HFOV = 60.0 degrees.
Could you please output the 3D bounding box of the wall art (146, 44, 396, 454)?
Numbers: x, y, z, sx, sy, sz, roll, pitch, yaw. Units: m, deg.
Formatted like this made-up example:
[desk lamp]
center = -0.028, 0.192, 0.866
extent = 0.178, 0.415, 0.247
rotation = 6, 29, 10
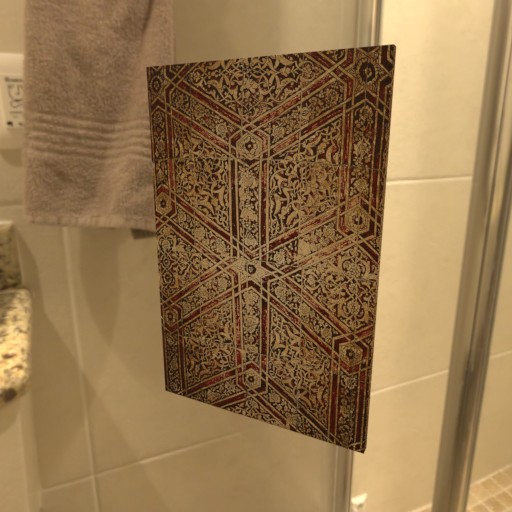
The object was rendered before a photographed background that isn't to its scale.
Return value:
[wall art]
center = 0.000, 0.000, 0.726
extent = 0.397, 0.599, 0.020
rotation = 8, 17, 26
